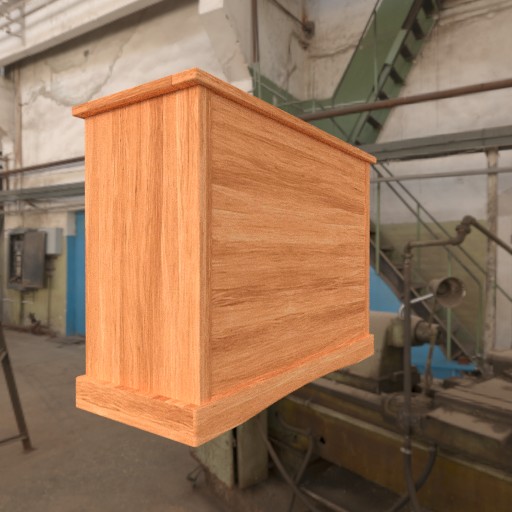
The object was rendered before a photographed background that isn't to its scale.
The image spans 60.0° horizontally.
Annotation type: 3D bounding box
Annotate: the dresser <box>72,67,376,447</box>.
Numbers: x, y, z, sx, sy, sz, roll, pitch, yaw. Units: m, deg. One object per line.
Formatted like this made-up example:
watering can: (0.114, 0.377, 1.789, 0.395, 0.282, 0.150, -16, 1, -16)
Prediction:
dresser: (0.000, 0.000, 1.375, 0.410, 0.740, 0.990, 0, 0, 35)
